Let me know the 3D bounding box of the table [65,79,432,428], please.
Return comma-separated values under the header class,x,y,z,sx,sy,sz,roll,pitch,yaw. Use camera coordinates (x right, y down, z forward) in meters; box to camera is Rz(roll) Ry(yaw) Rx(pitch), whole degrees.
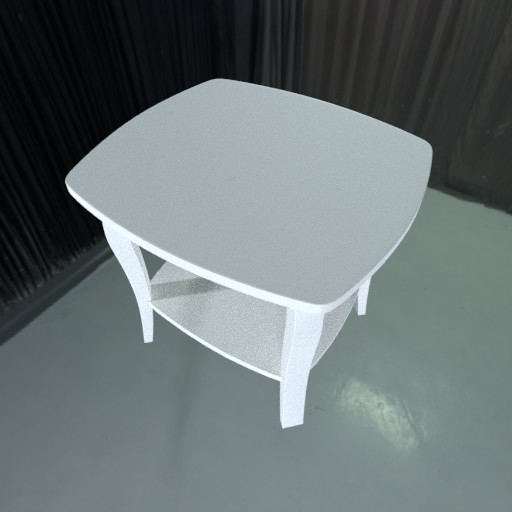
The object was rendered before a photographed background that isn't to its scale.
class,x,y,z,sx,sy,sz,roll,pitch,yaw
table,0.000,0.000,0.852,0.502,0.438,0.451,25,52,21
